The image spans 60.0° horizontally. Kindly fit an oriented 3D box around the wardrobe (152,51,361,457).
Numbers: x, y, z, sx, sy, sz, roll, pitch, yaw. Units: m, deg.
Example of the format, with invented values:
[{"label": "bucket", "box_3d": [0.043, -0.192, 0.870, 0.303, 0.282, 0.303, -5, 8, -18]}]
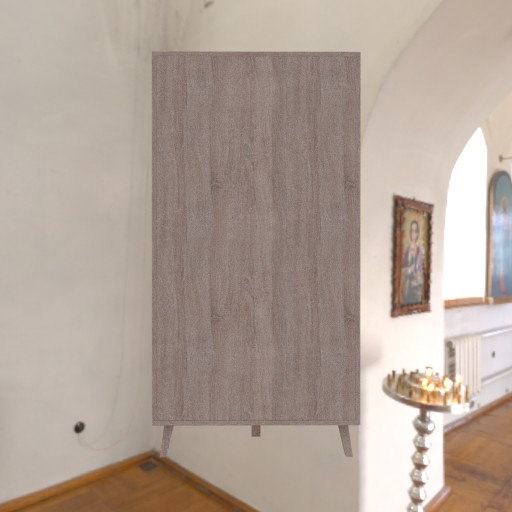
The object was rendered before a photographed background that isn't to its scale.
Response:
[{"label": "wardrobe", "box_3d": [0.000, 0.000, 2.424, 1.000, 1.960, 0.600, 0, 0, 0]}]
